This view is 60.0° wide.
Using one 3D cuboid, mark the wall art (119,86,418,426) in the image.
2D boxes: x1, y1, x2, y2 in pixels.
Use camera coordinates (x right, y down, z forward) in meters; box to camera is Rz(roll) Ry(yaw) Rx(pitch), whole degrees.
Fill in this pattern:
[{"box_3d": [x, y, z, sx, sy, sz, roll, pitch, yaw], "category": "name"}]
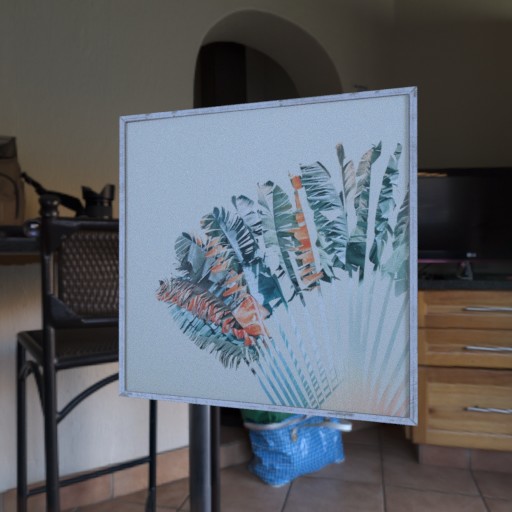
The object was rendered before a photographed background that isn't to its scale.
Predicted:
[{"box_3d": [0.000, 0.000, 1.112, 0.760, 0.757, 0.038, 0, 0, 16], "category": "wall art"}]
